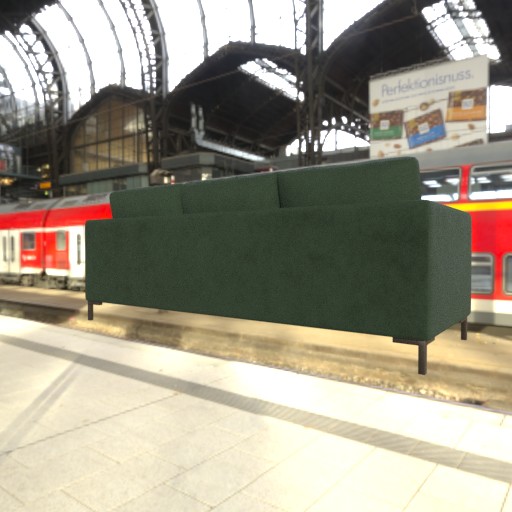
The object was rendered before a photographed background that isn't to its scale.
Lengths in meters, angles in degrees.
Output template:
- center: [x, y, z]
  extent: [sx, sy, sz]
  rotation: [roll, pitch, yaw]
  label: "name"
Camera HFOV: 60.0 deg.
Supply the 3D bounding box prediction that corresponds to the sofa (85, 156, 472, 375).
- center: [0.000, 0.000, 2.645]
  extent: [2.218, 0.870, 0.859]
  rotation: [1, 1, 36]
  label: "sofa"
